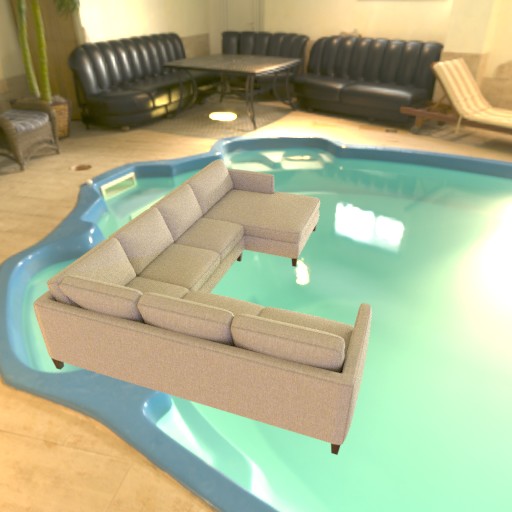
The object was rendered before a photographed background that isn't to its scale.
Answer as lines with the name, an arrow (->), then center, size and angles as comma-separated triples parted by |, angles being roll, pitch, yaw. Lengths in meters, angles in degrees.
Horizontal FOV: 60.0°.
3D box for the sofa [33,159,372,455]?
sofa -> 0.000, 0.000, 4.573 | 2.551, 0.889, 3.403 | 10, 32, 17
